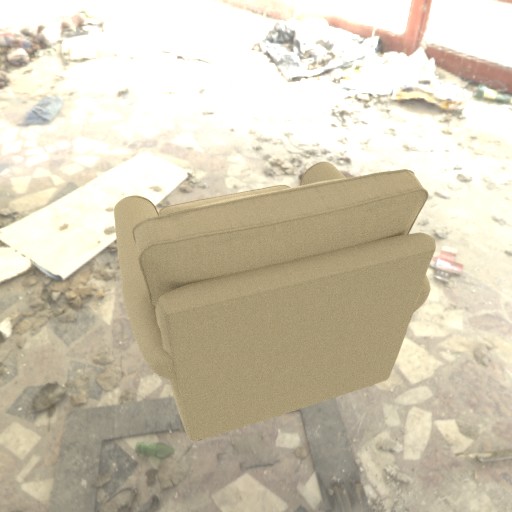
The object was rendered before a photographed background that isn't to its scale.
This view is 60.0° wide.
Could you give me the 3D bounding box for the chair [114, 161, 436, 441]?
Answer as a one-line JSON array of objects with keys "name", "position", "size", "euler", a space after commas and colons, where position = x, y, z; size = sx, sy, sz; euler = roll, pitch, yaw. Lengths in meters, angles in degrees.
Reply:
[{"name": "chair", "position": [0.000, 0.000, 1.754], "size": [1.029, 0.967, 0.966], "euler": [-13, 44, -14]}]
